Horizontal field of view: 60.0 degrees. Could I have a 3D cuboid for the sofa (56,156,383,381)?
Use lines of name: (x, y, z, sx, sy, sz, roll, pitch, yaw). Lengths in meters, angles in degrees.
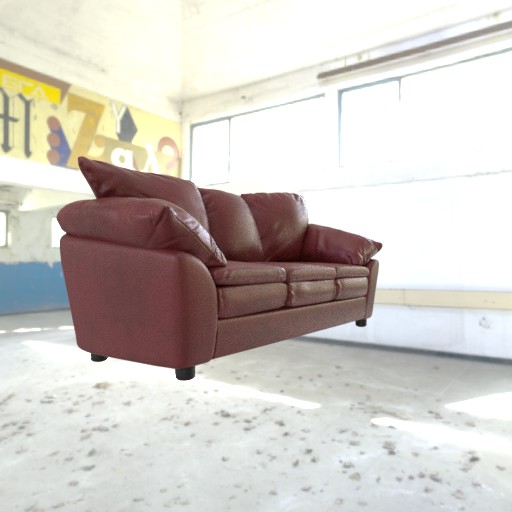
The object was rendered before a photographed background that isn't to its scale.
sofa: (0.000, 0.000, 2.900, 0.907, 1.091, 2.390, -1, -1, 36)
